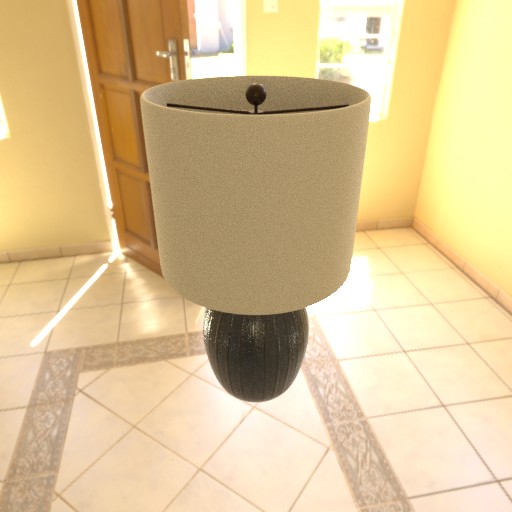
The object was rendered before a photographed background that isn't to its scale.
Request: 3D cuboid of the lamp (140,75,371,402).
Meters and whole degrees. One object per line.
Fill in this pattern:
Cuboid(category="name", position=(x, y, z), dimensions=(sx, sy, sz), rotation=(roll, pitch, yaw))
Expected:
Cuboid(category="lamp", position=(0.000, 0.000, 0.777), dimensions=(0.329, 0.570, 0.329), rotation=(-10, 31, -18))
